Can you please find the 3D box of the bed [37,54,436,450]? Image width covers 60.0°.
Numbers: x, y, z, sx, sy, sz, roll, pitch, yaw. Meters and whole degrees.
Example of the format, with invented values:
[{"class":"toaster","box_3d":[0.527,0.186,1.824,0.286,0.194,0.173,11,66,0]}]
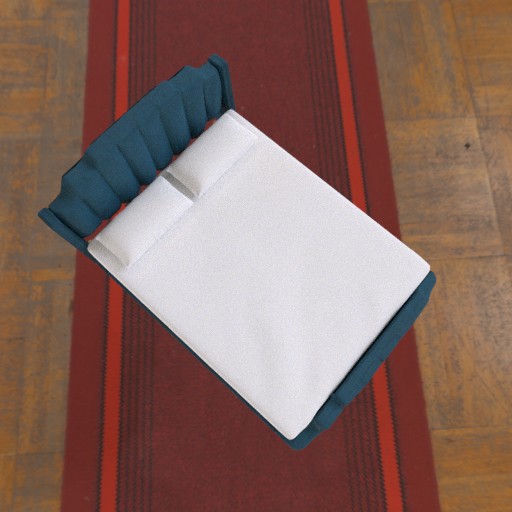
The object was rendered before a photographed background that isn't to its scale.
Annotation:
[{"class":"bed","box_3d":[0.000,0.000,3.270,2.322,1.351,1.676,41,78,11]}]
